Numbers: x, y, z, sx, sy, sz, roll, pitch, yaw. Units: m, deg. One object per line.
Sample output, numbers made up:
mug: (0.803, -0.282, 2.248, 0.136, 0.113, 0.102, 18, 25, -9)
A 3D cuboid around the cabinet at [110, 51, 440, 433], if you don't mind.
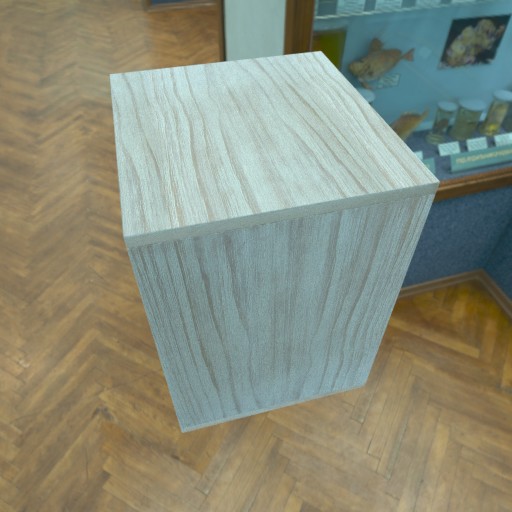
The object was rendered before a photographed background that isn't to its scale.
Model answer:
cabinet: (0.000, 0.000, 0.853, 0.401, 0.579, 0.409, -11, 47, -10)
